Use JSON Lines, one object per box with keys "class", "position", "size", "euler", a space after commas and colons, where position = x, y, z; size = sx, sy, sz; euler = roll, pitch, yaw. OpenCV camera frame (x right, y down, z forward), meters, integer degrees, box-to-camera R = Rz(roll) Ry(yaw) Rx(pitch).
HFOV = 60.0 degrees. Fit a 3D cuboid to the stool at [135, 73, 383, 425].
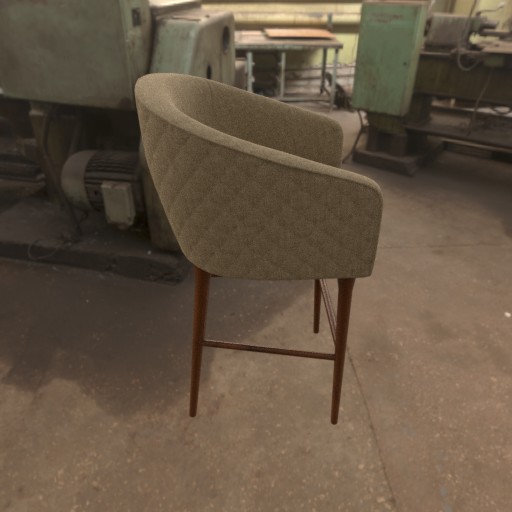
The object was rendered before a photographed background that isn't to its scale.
{"class": "stool", "position": [0.000, 0.000, 1.422], "size": [0.607, 1.078, 0.559], "euler": [-1, 33, -1]}
